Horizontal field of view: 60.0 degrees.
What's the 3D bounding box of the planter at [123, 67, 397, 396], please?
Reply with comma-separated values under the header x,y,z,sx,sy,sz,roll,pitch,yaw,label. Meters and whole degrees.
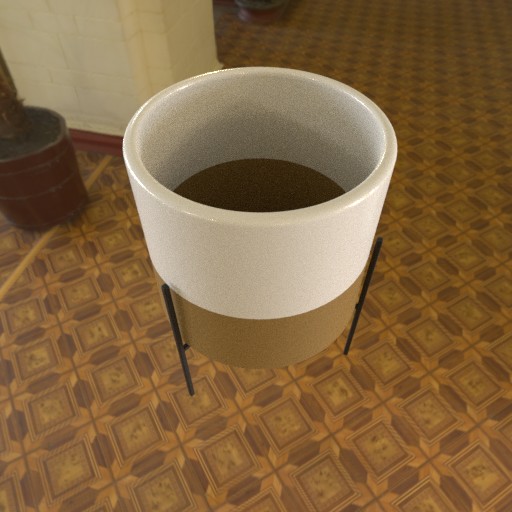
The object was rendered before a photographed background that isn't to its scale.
x,y,z,sx,sy,sz,roll,pitch,yaw,label
0.000,0.000,0.653,0.310,0.432,0.310,-24,53,-20,planter
